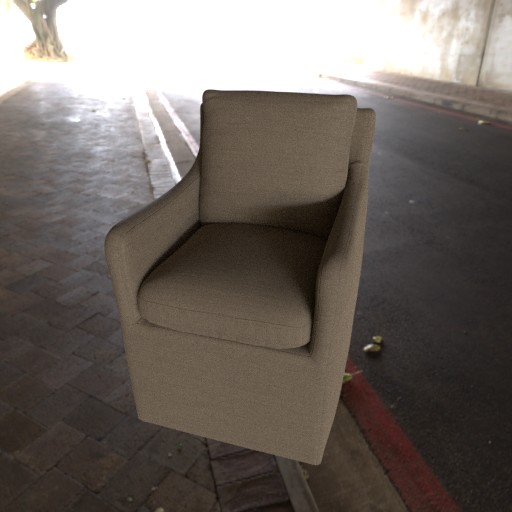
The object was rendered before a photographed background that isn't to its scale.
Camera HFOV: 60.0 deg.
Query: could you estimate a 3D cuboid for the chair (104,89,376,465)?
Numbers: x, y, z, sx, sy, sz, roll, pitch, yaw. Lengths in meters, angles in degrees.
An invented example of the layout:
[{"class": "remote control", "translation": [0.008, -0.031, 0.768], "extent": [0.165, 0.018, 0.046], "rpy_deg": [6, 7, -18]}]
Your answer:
[{"class": "chair", "translation": [0.000, 0.000, 1.367], "extent": [0.626, 0.914, 0.694], "rpy_deg": [8, 28, 15]}]
